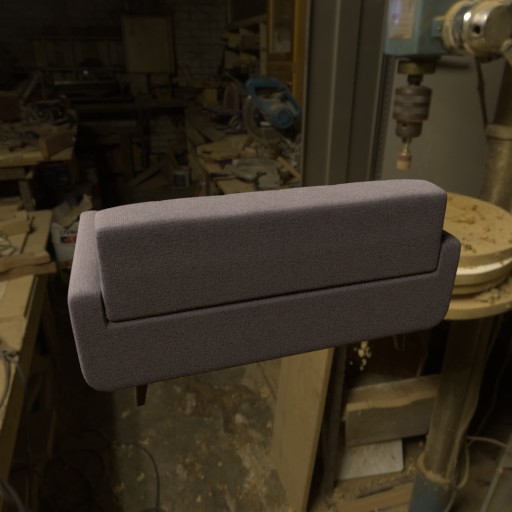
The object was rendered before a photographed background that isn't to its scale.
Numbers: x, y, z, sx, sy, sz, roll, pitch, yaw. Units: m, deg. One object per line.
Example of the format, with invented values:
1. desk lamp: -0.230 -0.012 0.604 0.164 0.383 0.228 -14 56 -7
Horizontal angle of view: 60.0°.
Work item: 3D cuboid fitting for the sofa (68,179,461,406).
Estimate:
1. sofa: 0.000 0.000 2.174 1.631 0.841 0.909 -7 26 -15
